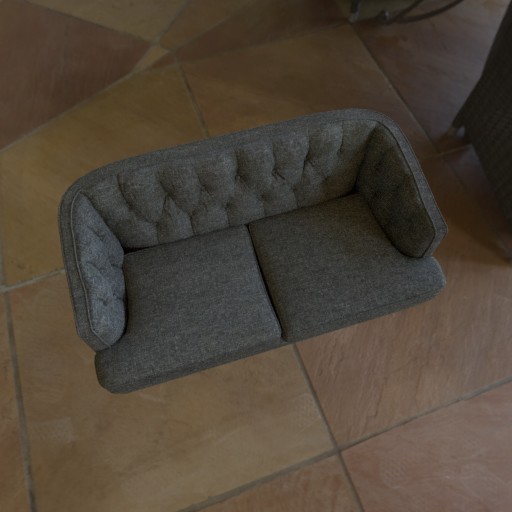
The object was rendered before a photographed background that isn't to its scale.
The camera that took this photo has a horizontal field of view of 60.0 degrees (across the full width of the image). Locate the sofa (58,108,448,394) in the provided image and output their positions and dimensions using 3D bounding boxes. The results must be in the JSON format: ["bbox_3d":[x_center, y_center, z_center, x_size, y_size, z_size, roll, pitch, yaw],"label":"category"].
[{"bbox_3d":[0.000,0.000,2.287,1.733,0.855,0.941,-15,65,-7],"label":"sofa"}]
